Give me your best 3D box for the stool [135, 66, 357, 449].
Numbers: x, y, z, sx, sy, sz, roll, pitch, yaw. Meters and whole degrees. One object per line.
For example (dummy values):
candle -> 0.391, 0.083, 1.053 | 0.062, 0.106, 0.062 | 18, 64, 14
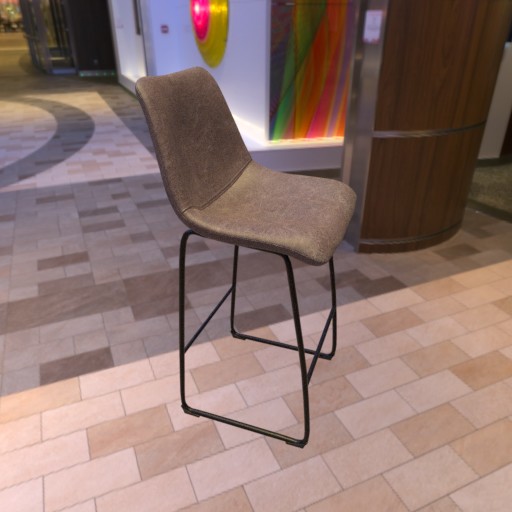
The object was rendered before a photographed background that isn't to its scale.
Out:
stool -> 0.000, 0.000, 1.422 | 0.561, 1.082, 0.514 | 10, 30, 17
